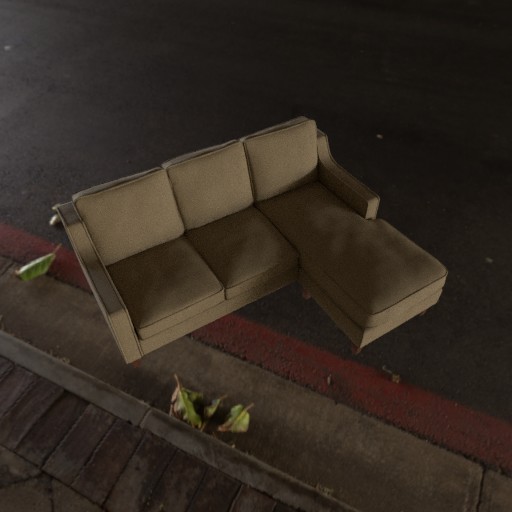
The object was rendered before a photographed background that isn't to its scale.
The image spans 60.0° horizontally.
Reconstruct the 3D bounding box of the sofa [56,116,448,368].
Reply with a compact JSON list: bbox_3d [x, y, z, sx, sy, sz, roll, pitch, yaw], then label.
[{"bbox_3d":[0.000,0.000,3.370,2.317,1.066,1.858,-24,51,-21],"label":"sofa"}]
